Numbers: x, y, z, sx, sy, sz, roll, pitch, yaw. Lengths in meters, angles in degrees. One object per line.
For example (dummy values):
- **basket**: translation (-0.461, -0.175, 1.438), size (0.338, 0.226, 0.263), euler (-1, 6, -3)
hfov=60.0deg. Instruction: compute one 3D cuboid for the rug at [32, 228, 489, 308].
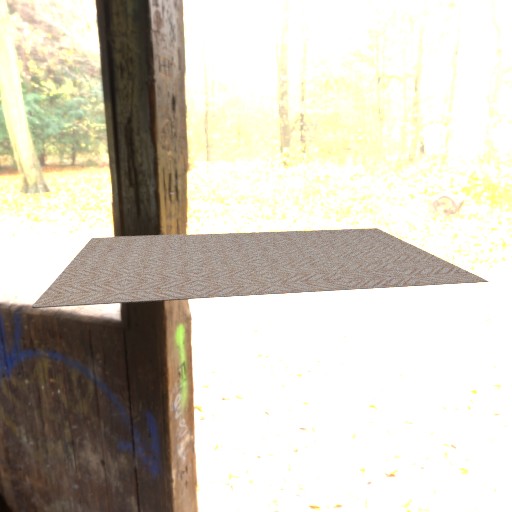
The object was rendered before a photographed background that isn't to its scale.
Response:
- **rug**: translation (0.000, 0.000, 3.037), size (2.438, 0.008, 1.523), euler (-2, 15, -9)
